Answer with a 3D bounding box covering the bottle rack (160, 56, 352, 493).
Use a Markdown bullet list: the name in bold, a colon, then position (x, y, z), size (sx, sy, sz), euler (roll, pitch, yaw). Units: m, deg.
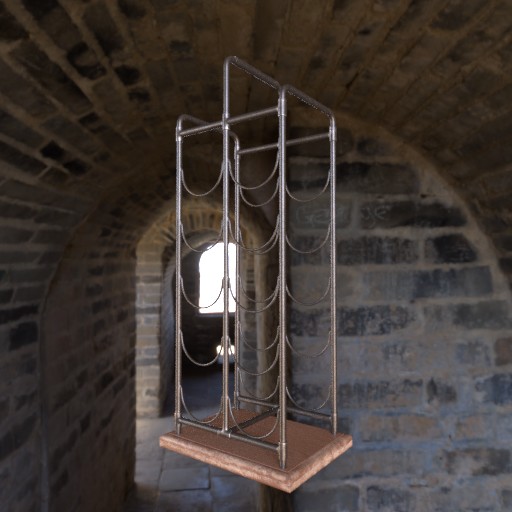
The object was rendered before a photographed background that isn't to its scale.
- **bottle rack**: position (0.000, 0.000, 0.800), size (0.276, 0.680, 0.208), euler (-1, -2, 37)
